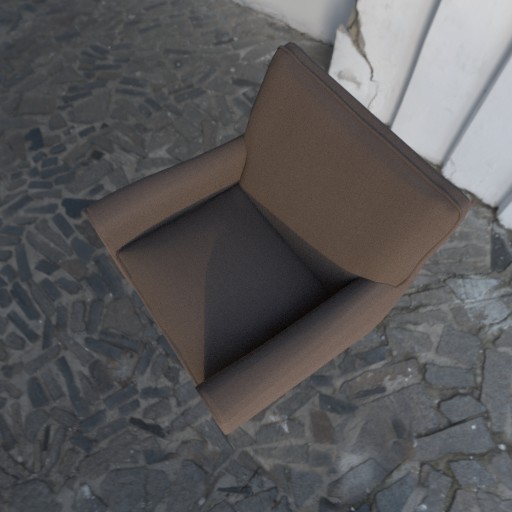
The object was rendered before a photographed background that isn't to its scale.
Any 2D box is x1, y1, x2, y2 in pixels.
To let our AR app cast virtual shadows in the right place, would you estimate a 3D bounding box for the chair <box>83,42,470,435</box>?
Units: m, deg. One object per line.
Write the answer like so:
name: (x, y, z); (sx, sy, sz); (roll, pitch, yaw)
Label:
chair: (0.000, 0.000, 1.561); (0.831, 0.911, 0.836); (-32, 67, -15)
